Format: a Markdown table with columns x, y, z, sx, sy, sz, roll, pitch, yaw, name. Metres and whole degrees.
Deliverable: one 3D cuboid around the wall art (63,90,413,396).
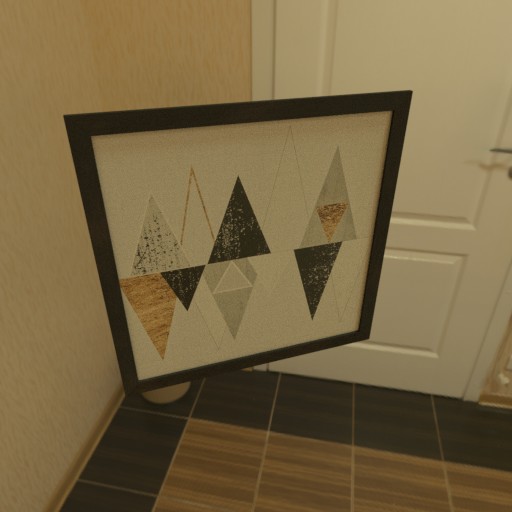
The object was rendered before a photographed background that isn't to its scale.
| x | y | z | sx | sy | sz | roll | pitch | yaw | name |
| --- | --- | --- | --- | --- | --- | --- | --- | --- | --- |
| 0.000 | 0.000 | 1.224 | 0.823 | 0.823 | 0.013 | -10 | 33 | -15 | wall art |
